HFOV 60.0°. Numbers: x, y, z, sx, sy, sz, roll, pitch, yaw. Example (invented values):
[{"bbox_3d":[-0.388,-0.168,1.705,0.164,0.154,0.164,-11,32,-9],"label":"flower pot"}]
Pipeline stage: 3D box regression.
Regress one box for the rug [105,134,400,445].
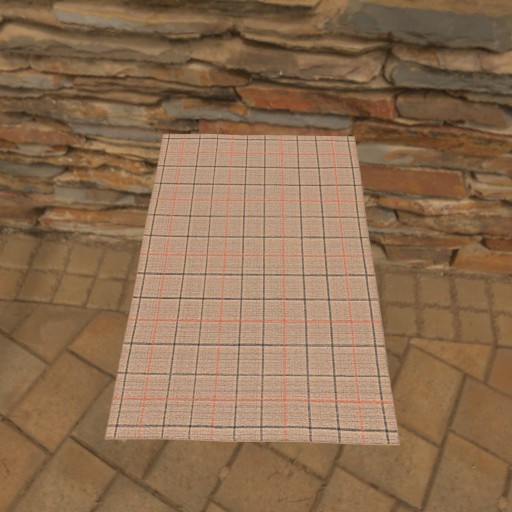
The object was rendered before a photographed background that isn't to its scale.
[{"bbox_3d":[0.000,0.000,2.325,1.220,0.013,1.829,1,57,1],"label":"rug"}]
